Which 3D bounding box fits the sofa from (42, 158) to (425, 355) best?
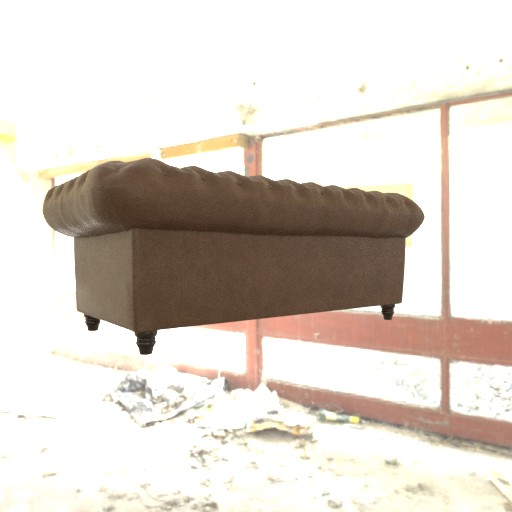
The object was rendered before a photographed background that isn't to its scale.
[{"bbox_3d":[0.000,0.000,2.496,2.048,0.784,0.955,0,0,-37],"label":"sofa"}]
